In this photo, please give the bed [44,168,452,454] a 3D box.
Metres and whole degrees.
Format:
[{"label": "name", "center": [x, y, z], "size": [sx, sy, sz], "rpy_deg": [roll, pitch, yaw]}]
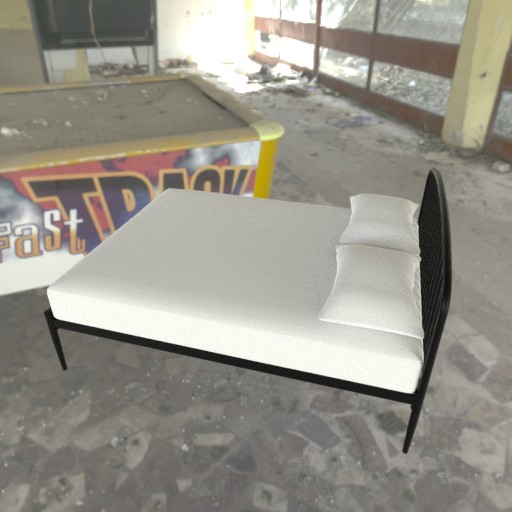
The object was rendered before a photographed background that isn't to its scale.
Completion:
[{"label": "bed", "center": [0.000, 0.000, 2.963], "size": [2.159, 1.166, 1.618], "rpy_deg": [9, 32, 14]}]
